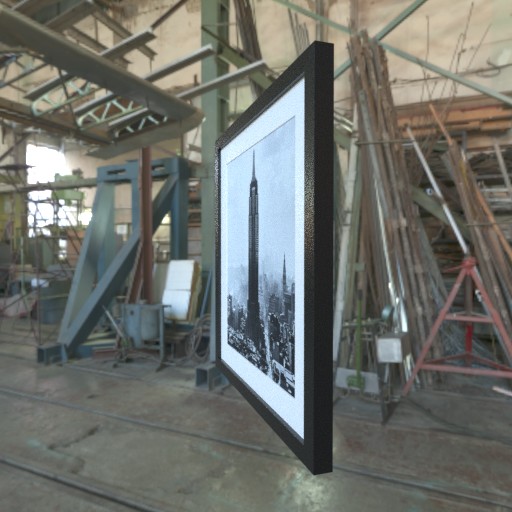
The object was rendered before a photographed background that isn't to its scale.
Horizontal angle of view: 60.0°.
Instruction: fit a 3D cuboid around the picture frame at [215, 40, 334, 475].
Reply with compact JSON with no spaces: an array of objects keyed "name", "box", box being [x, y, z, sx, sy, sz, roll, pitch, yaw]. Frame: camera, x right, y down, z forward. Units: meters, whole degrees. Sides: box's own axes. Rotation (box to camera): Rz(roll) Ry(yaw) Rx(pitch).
[{"name":"picture frame","box":[0.000,0.000,0.837,0.029,0.557,0.559,0,1,-18]}]
